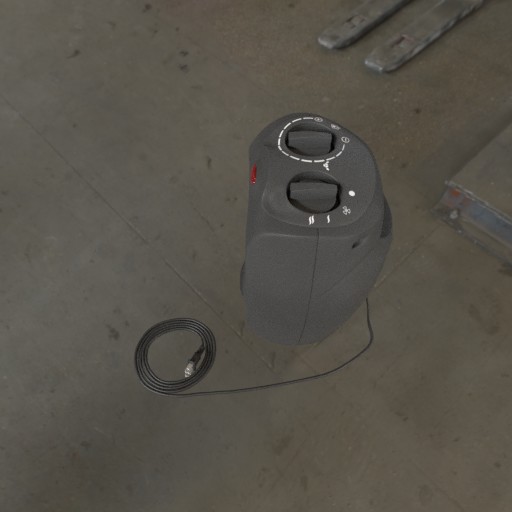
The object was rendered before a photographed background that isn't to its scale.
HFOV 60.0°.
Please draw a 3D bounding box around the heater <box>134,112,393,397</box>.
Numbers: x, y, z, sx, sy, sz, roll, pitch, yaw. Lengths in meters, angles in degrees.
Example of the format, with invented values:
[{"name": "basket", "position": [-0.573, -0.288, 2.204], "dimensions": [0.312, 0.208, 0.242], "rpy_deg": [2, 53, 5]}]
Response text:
[{"name": "heater", "position": [0.000, 0.000, 0.472], "dimensions": [0.291, 0.240, 0.239], "rpy_deg": [1, 58, 0]}]
